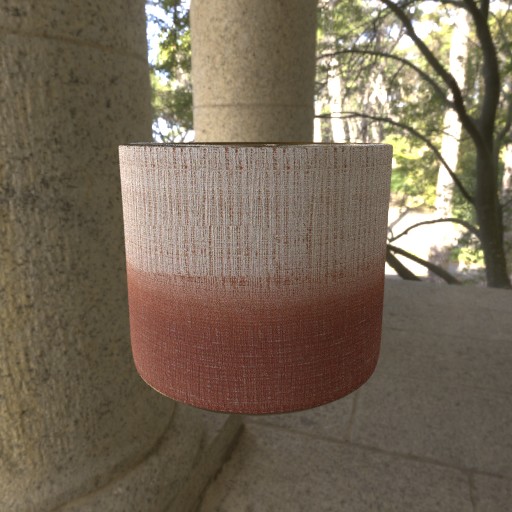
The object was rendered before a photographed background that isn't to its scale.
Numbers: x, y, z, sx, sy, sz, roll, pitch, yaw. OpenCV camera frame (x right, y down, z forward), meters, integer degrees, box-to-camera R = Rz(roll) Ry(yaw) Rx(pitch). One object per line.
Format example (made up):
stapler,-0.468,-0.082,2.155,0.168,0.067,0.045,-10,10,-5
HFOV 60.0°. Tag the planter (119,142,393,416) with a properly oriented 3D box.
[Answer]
planter,0.000,0.000,0.447,0.254,0.221,0.254,0,15,0
